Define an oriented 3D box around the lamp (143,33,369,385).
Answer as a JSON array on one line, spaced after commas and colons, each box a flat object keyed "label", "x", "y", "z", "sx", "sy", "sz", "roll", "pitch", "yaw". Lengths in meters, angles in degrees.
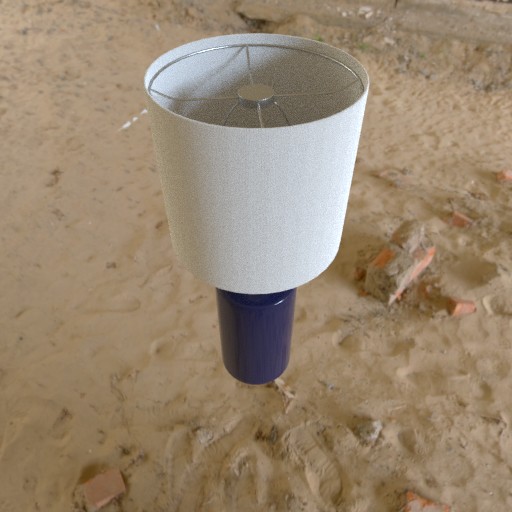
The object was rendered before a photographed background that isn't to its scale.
[{"label": "lamp", "x": 0.000, "y": 0.000, "z": 0.595, "sx": 0.212, "sy": 0.493, "sz": 0.212, "roll": -4, "pitch": 45, "yaw": -4}]
